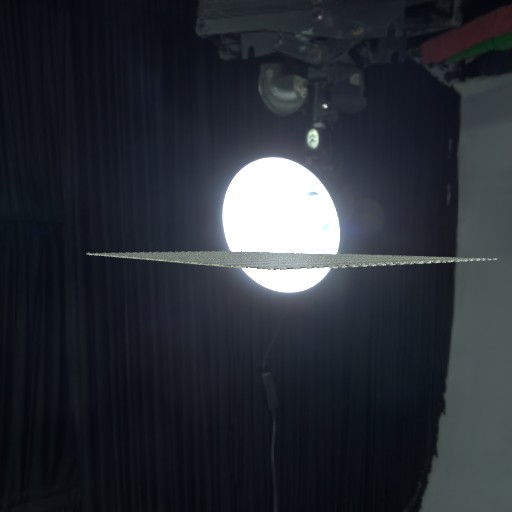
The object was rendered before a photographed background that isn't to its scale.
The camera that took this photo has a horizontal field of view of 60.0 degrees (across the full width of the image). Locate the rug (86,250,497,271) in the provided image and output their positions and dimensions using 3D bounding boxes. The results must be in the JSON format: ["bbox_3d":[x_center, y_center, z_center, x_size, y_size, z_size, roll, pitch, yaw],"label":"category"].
[{"bbox_3d":[0.000,0.000,2.946,1.539,0.011,2.410,-1,2,-36],"label":"rug"}]
